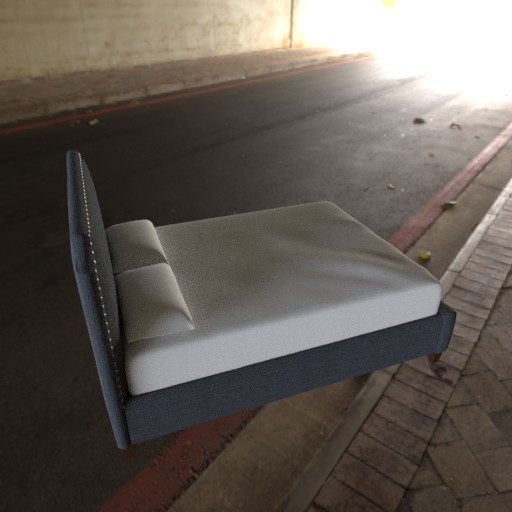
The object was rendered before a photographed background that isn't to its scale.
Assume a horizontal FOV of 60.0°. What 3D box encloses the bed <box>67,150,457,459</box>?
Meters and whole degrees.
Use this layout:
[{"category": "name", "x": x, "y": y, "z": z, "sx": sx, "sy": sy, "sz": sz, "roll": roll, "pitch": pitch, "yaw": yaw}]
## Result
[{"category": "bed", "x": 0.000, "y": 0.000, "z": 3.267, "sx": 2.372, "sy": 1.443, "sz": 1.713, "roll": -11, "pitch": 31, "yaw": -18}]
